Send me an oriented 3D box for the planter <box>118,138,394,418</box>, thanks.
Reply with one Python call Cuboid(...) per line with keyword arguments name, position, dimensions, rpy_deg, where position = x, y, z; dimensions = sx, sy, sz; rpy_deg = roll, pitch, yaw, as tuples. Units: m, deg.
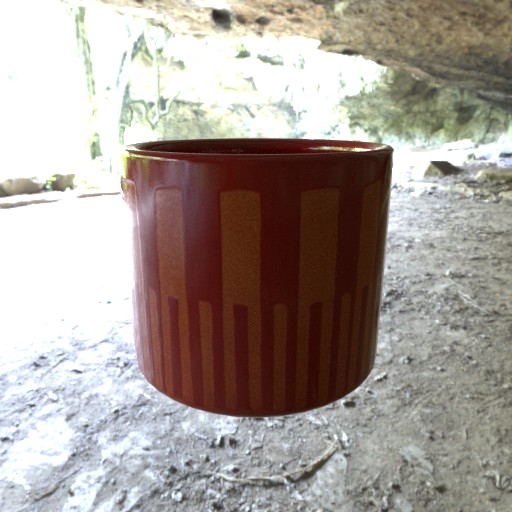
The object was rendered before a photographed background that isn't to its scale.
Cuboid(name="planter", position=(0.000, 0.000, 0.412), dimensions=(0.230, 0.202, 0.230), rpy_deg=(0, 17, 0))
